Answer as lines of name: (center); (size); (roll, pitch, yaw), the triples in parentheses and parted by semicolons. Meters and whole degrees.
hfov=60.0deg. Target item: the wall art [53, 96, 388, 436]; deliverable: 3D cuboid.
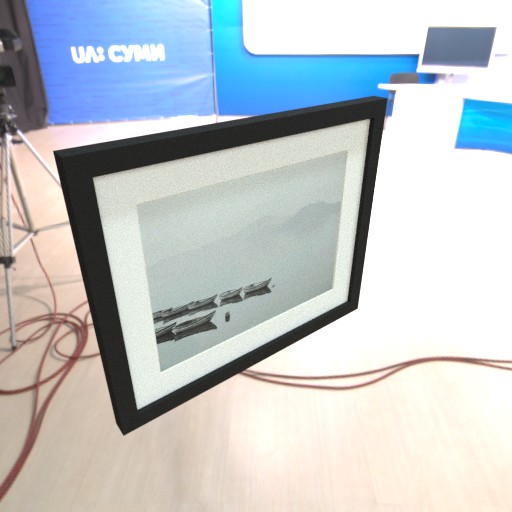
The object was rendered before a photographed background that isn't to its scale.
wall art: (0.000, 0.000, 0.749); (0.554, 0.454, 0.030); (-21, 36, -32)
